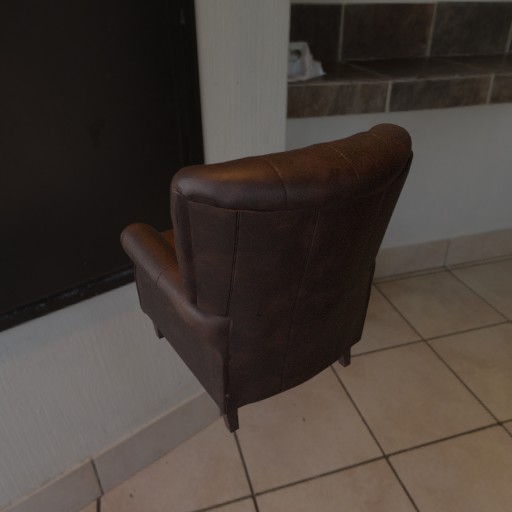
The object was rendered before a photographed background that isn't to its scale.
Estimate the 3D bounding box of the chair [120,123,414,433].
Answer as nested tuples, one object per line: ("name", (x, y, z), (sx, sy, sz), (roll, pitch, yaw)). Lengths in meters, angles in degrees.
("chair", (0.000, 0.000, 1.885), (0.948, 1.158, 1.058), (-20, 36, -29))
